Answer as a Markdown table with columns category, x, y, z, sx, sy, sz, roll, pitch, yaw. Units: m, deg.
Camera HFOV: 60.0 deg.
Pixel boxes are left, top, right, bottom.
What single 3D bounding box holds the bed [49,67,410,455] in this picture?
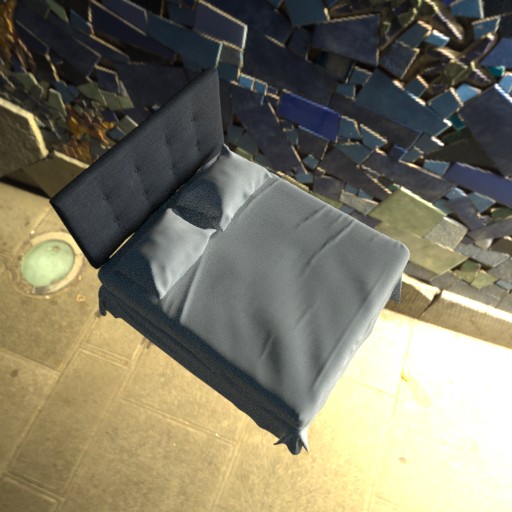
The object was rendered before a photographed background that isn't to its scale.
| category | x | y | z | sx | sy | sz | roll | pitch | yaw |
| --- | --- | --- | --- | --- | --- | --- | --- | --- | --- |
| bed | 0.000 | 0.000 | 3.474 | 2.222 | 1.577 | 1.936 | 32 | 65 | 17 |
